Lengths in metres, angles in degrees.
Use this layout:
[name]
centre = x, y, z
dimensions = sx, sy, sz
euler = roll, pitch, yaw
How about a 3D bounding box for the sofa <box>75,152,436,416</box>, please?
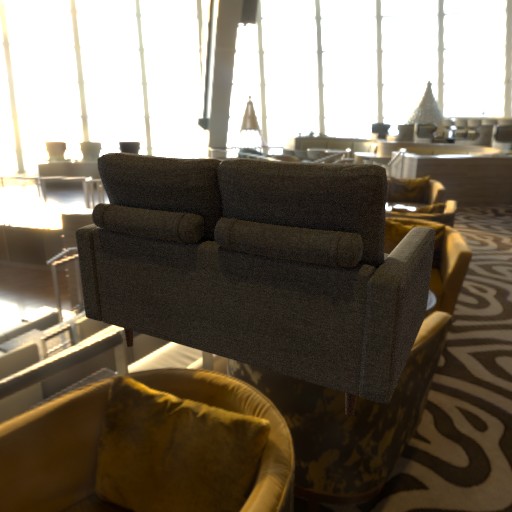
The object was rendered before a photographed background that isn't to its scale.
[sofa]
centre = 0.000, 0.000, 1.990
dimensions = 1.407, 0.907, 0.842
euler = 9, 19, 27
